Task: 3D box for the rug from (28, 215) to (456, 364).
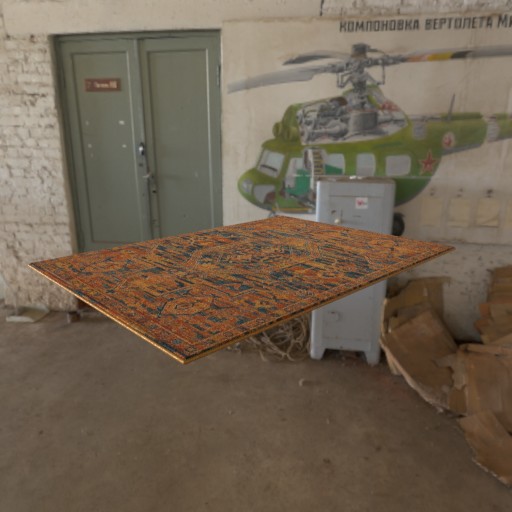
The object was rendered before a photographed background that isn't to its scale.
[{"bbox_3d":[0.000,0.000,2.790,2.204,0.024,1.588,-15,21,-42],"label":"rug"}]
